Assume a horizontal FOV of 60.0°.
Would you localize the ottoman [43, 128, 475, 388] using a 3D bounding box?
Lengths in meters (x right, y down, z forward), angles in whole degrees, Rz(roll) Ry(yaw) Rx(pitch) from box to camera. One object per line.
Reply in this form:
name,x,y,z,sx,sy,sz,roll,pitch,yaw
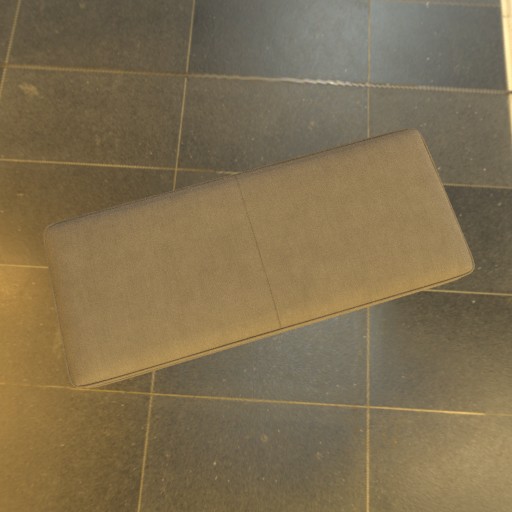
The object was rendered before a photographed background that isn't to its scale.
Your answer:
ottoman,0.000,0.000,2.063,1.764,0.470,0.751,-16,77,-4
